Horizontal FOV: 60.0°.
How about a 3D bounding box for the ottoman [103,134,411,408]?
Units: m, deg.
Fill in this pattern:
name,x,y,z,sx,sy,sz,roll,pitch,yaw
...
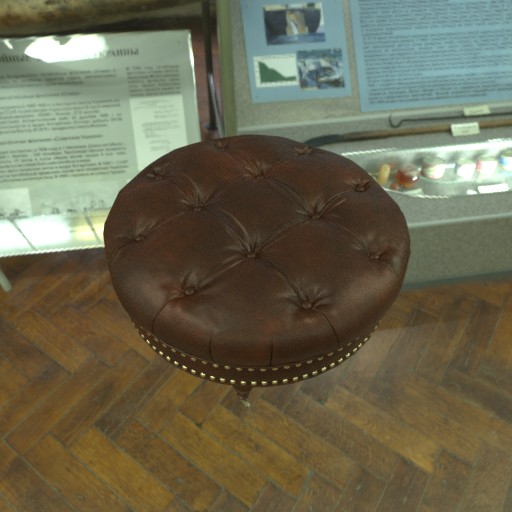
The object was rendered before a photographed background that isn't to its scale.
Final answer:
name,x,y,z,sx,sy,sz,roll,pitch,yaw
ottoman,0.000,0.000,1.410,0.901,0.455,0.901,0,46,0
